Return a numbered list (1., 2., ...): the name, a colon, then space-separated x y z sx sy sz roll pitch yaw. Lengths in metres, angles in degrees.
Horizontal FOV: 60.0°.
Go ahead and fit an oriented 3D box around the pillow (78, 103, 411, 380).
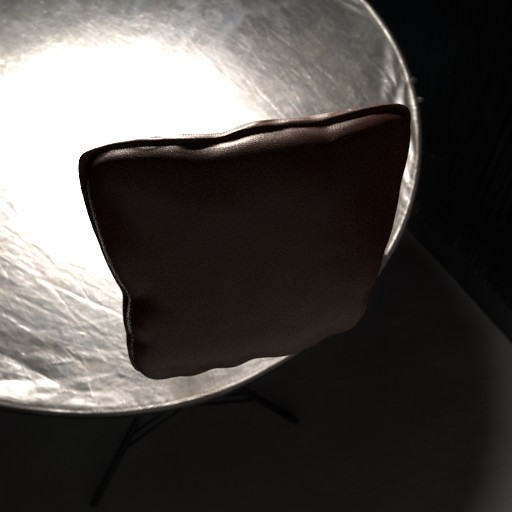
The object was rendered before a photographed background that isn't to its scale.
1. pillow: 0.000 0.000 0.818 0.532 0.523 0.236 -12 42 -14
